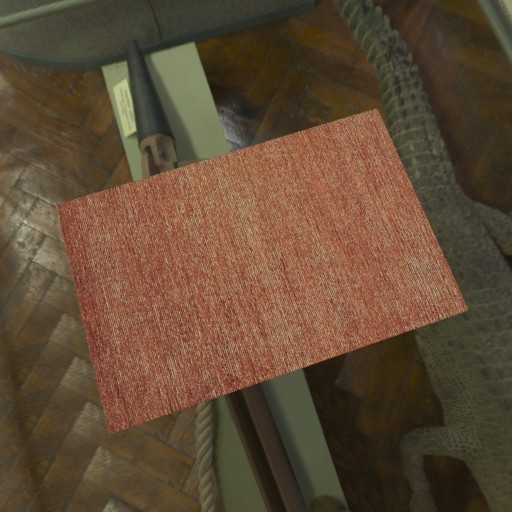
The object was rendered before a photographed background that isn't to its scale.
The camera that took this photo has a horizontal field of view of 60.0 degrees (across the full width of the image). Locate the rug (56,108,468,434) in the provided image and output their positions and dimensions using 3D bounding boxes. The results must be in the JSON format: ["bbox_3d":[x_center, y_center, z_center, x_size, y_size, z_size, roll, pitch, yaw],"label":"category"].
[{"bbox_3d":[0.000,0.000,2.165,1.747,0.011,1.139,-18,76,-5],"label":"rug"}]
